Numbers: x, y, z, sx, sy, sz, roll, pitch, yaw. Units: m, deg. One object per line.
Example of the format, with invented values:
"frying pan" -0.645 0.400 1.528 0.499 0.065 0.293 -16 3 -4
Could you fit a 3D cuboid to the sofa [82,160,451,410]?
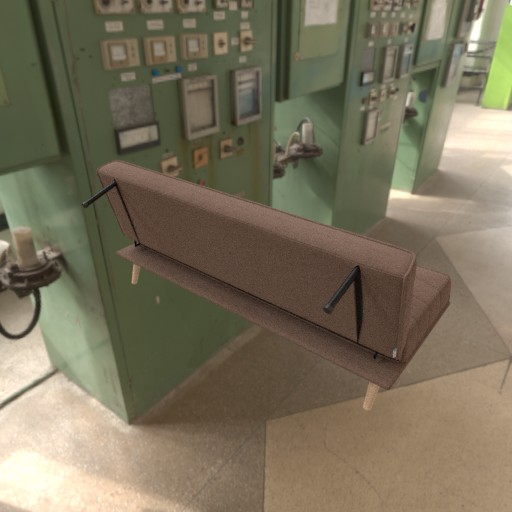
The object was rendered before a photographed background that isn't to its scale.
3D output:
"sofa" 0.000 0.000 2.388 1.820 0.810 1.038 21 36 33
